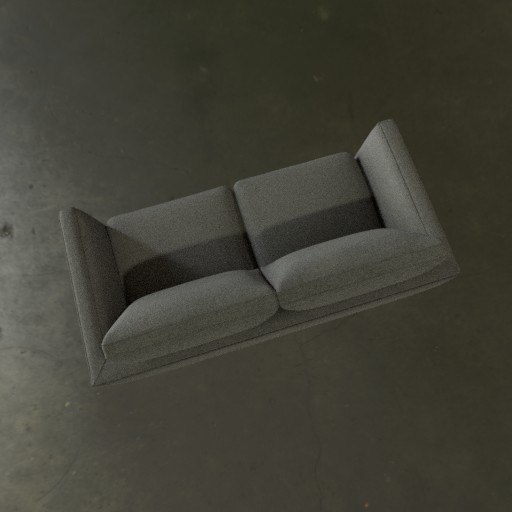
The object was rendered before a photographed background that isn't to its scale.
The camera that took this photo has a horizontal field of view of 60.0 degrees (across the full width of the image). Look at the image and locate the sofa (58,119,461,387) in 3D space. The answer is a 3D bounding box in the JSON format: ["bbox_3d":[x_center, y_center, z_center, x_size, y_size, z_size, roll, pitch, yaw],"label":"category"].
[{"bbox_3d":[0.000,0.000,2.125,1.594,0.924,0.803,-16,75,-5],"label":"sofa"}]
